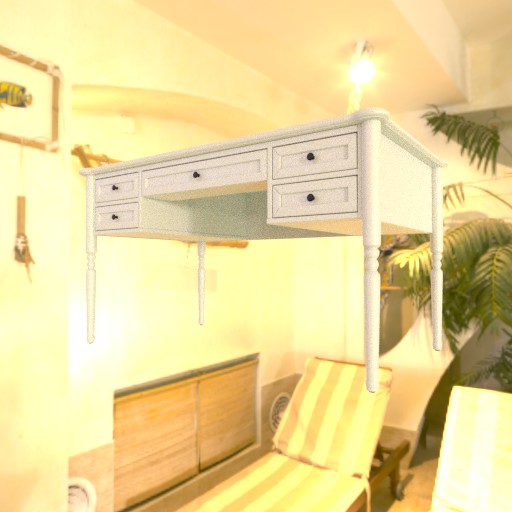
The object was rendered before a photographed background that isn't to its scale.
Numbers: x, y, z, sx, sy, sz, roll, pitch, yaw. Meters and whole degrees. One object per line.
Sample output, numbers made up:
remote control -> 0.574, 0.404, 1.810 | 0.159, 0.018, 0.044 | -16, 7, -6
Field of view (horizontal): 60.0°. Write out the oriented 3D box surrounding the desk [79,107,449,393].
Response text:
desk -> 0.000, 0.000, 1.864 | 1.380, 0.762, 0.807 | -1, -1, 35
